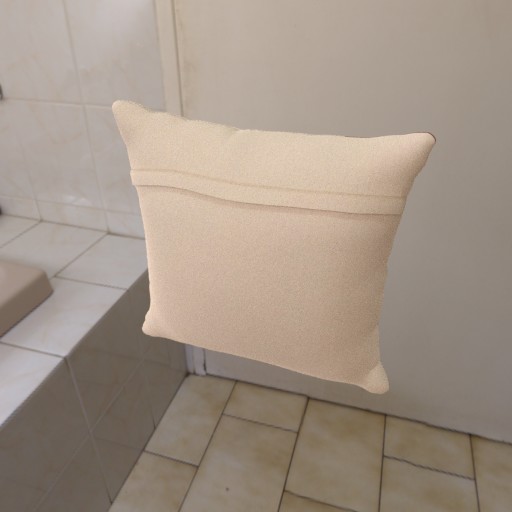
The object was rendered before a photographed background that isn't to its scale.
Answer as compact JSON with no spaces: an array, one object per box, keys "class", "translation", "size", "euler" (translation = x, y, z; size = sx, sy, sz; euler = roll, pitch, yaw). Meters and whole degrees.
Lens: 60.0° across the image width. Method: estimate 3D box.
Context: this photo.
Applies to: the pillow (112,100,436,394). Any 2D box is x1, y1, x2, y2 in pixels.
[{"class":"pillow","translation":[0.000,0.000,0.795],"size":[0.536,0.506,0.229],"euler":[10,33,16]}]
